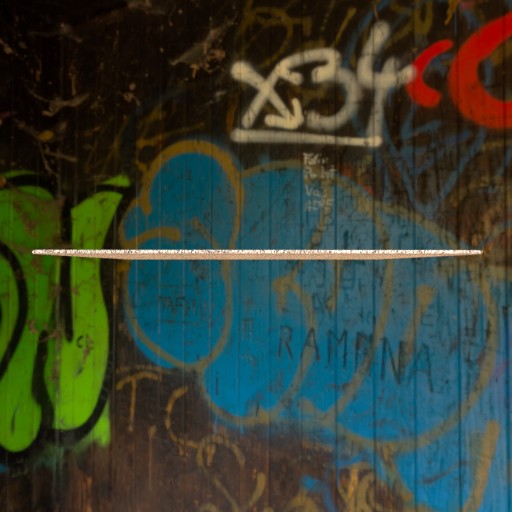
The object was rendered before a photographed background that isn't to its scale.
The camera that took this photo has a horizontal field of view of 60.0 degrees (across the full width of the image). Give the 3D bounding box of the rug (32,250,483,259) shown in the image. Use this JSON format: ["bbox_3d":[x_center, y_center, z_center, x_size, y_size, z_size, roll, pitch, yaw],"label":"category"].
[{"bbox_3d":[0.000,0.000,4.187,3.047,0.029,2.438,0,-1,-1],"label":"rug"}]
